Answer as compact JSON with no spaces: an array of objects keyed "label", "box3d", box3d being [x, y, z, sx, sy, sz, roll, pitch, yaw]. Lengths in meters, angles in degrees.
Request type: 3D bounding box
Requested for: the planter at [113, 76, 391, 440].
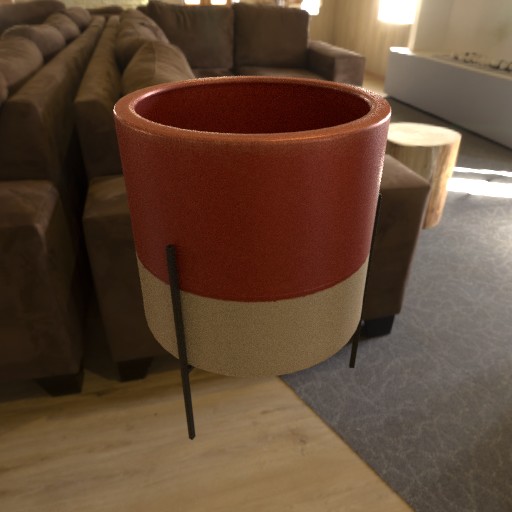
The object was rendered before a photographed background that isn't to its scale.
[{"label":"planter","box3d":[0.000,0.000,0.682,0.354,0.465,0.345,1,32,1]}]
